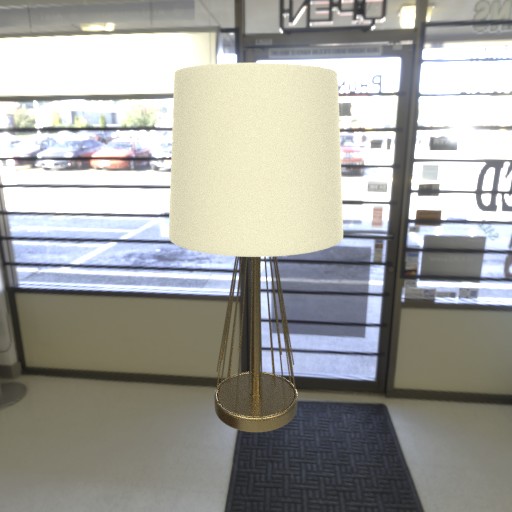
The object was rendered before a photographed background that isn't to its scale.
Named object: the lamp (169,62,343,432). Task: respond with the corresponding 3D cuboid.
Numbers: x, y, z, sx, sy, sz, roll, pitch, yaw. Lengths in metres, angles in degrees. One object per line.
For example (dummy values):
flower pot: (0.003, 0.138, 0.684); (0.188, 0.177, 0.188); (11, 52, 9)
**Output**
lamp: (0.000, 0.000, 0.795); (0.303, 0.618, 0.303); (0, 16, 0)
